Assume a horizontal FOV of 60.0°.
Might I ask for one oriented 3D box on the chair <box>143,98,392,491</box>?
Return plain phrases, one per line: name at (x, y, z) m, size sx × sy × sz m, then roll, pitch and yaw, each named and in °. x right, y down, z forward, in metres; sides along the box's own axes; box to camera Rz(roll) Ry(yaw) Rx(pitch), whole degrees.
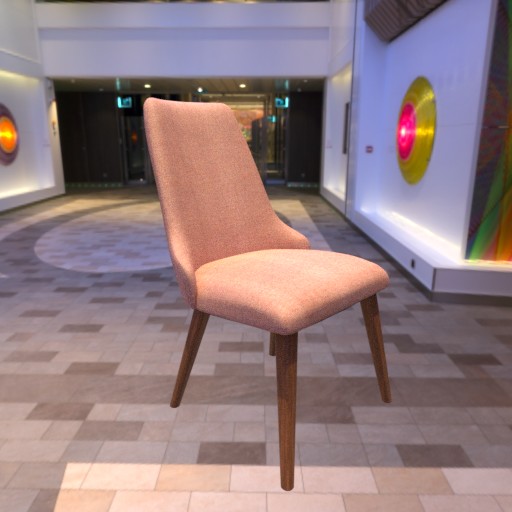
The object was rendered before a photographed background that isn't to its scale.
chair at (0.000, 0.000, 1.333) m, size 0.707 × 0.918 × 0.535 m, roll 14°, pitch 20°, yaw 42°
